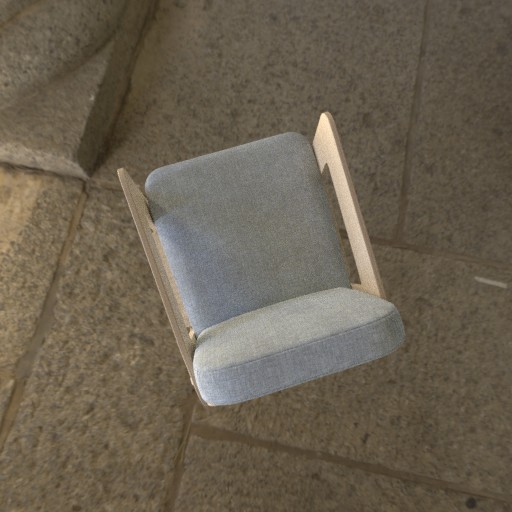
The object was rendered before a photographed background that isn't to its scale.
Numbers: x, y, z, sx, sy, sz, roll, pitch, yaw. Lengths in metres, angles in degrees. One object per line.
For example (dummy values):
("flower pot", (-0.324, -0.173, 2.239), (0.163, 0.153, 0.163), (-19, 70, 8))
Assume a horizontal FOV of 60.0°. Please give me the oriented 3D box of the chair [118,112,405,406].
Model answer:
("chair", (0.000, 0.000, 1.271), (0.590, 0.800, 0.710), (-17, 75, -4))
